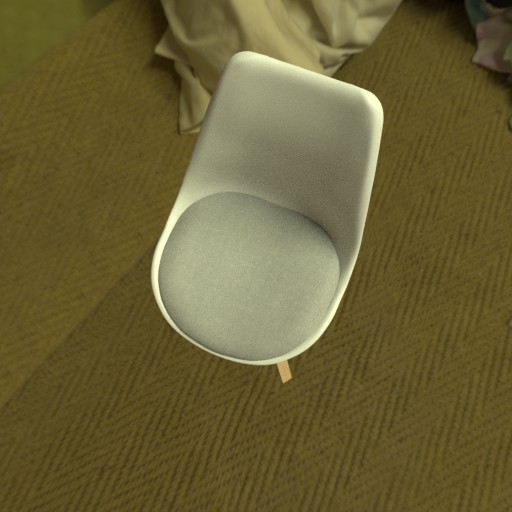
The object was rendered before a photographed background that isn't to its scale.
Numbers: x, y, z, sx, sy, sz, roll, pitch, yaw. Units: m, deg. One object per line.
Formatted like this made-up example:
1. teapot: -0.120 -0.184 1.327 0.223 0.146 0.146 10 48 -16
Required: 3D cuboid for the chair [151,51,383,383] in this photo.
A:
1. chair: 0.000 0.000 1.169 0.485 0.850 0.550 21 75 6
